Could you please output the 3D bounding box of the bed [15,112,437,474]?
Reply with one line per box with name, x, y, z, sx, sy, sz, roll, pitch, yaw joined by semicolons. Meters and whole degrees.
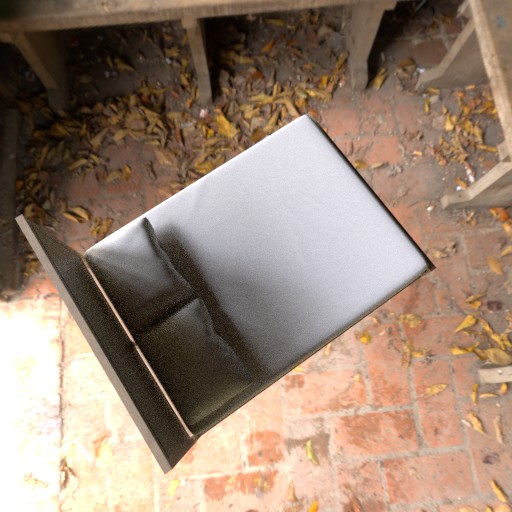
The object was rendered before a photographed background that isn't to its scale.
bed;0.000;0.000;3.149;2.189;1.369;1.606;-34;78;-8
